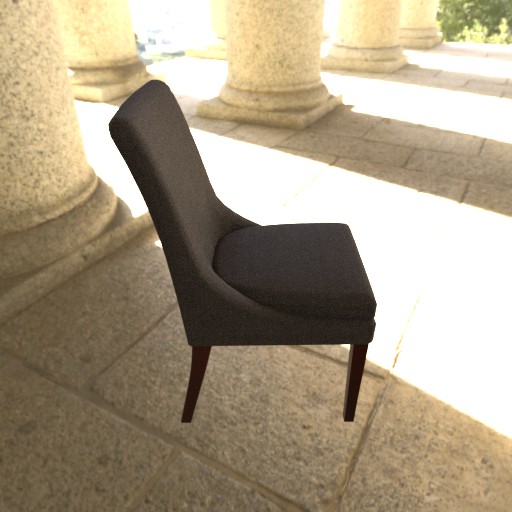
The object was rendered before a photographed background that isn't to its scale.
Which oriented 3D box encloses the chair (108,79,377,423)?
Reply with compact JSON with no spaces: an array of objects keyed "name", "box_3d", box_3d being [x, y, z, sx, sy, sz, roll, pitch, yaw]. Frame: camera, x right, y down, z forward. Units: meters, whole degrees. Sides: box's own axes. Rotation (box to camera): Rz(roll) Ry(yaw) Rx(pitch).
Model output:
[{"name":"chair","box_3d":[0.000,0.000,1.363,0.655,0.952,0.508,0,33,0]}]
